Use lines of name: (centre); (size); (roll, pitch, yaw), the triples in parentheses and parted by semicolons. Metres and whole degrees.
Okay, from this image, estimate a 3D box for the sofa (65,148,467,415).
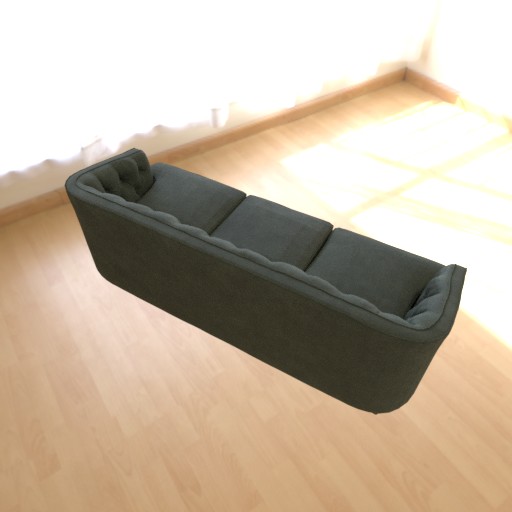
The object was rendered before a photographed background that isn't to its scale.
sofa: (0.000, 0.000, 2.720); (2.278, 0.855, 0.941); (23, 50, 21)
